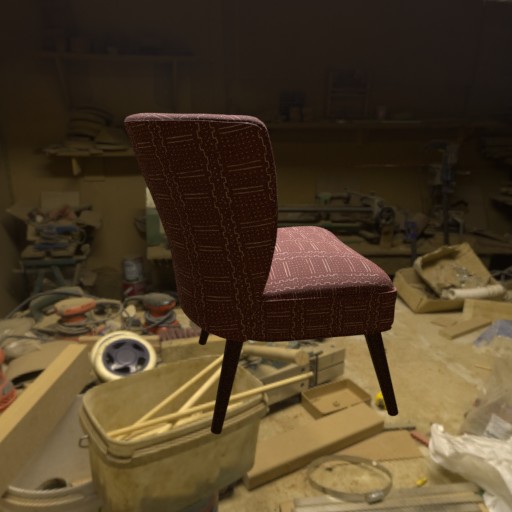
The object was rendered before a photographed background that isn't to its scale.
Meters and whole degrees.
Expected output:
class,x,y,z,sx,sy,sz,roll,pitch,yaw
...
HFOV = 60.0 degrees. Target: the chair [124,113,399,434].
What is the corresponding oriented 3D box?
class,x,y,z,sx,sy,sz,roll,pitch,yaw
chair,0.000,0.000,1.431,0.758,0.866,0.706,-3,16,-10
